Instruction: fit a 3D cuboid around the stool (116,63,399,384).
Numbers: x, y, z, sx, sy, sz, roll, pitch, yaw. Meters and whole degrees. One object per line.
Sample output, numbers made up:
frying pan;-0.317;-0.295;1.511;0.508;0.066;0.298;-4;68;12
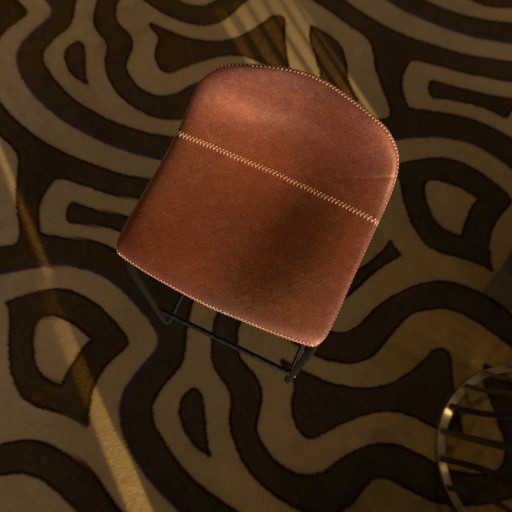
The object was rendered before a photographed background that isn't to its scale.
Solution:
stool;0.000;0.000;1.106;0.454;0.830;0.473;25;76;7
